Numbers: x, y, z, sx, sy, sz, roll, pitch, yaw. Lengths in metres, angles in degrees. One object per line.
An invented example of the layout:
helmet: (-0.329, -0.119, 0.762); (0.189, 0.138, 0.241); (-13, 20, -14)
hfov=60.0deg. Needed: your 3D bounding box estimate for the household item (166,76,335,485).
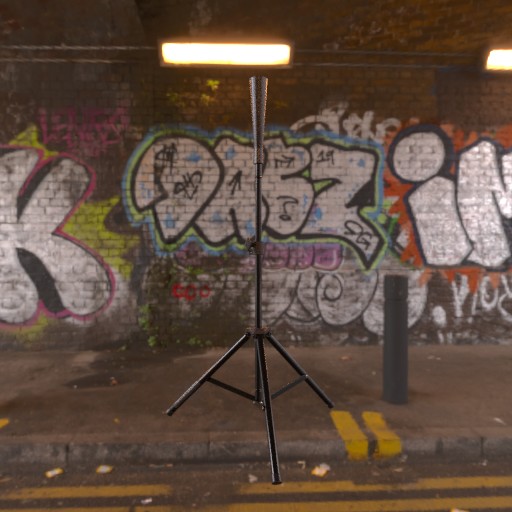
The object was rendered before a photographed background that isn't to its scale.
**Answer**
household item: (0.000, 0.000, 1.403); (0.559, 1.067, 0.559); (1, 1, 38)
